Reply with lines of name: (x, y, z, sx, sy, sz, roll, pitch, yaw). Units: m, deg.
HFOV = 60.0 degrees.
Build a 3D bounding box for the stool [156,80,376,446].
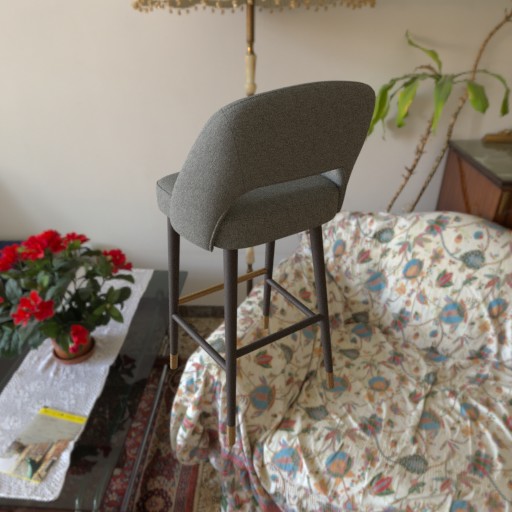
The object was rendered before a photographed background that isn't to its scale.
stool: (0.000, 0.000, 1.402, 0.536, 1.089, 0.524, -18, 34, -29)
